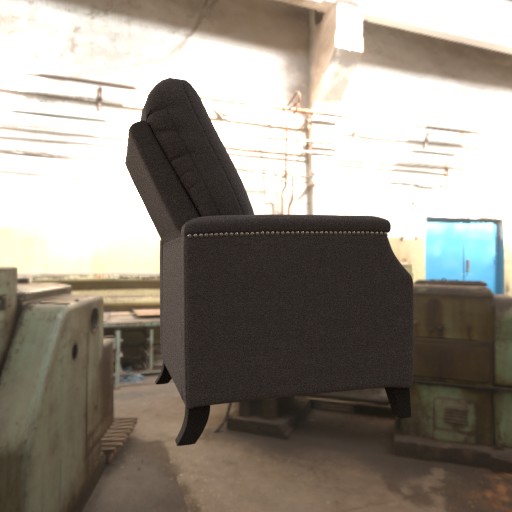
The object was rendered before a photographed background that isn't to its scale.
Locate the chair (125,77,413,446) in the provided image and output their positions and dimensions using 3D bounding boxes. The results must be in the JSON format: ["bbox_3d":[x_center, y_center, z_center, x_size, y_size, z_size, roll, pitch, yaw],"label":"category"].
[{"bbox_3d":[0.000,0.000,1.636,0.922,1.049,0.710,0,-1,-18],"label":"chair"}]
